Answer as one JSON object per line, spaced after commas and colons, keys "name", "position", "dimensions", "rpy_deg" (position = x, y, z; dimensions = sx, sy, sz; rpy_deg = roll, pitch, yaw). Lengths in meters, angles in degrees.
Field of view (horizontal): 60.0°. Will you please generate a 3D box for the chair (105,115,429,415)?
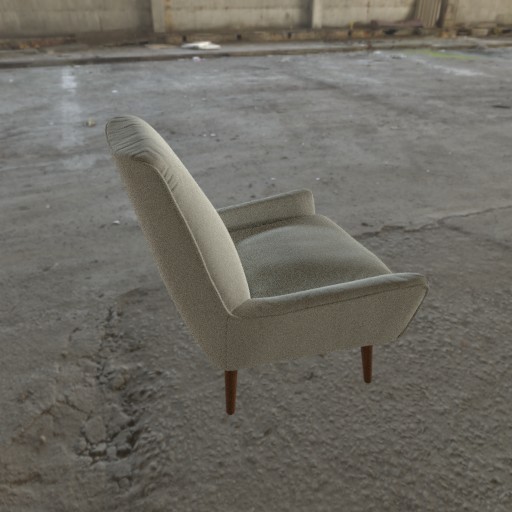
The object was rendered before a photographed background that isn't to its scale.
{"name": "chair", "position": [0.000, 0.000, 1.474], "dimensions": [0.822, 0.888, 0.787], "rpy_deg": [-11, 32, -18]}
